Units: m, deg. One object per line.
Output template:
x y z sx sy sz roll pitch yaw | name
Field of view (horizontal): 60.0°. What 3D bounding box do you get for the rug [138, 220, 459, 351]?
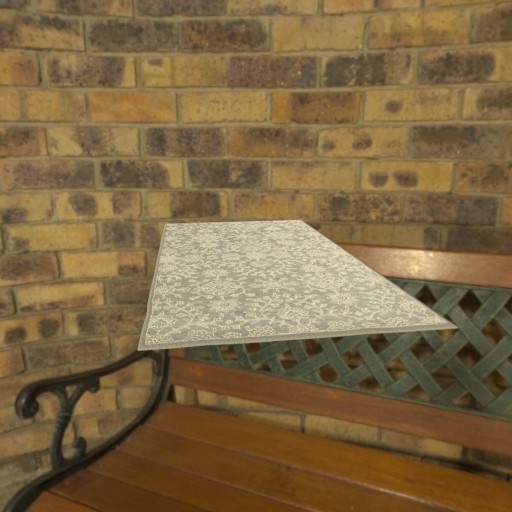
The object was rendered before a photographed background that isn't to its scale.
0.000 0.000 3.531 1.546 0.011 3.048 -2 15 -9 | rug
